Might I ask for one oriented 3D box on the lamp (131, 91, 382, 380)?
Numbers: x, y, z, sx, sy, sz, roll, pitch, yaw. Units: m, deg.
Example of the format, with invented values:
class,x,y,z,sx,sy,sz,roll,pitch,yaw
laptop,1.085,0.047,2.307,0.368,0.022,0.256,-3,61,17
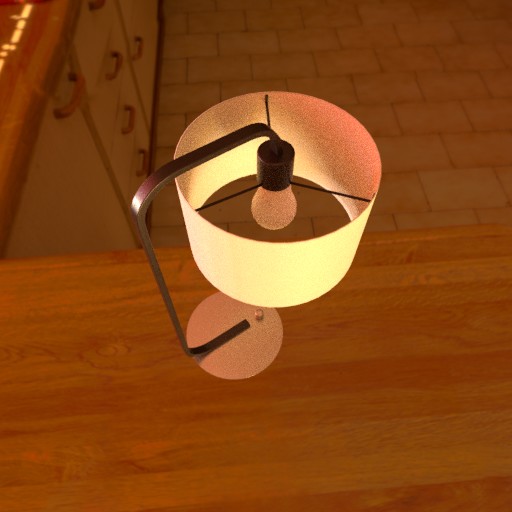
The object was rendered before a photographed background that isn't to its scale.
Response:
class,x,y,z,sx,sy,sz,roll,pitch,yaw
lamp,0.000,0.000,0.635,0.288,0.473,0.230,-30,62,-18
